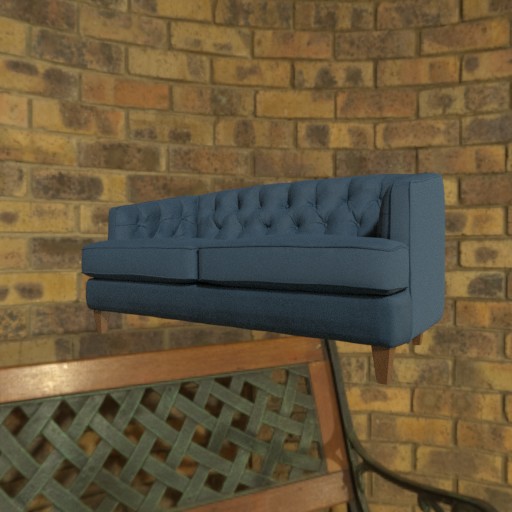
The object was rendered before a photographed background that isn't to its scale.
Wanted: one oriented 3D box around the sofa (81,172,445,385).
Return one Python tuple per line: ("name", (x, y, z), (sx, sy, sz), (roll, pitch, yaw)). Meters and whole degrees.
("sofa", (0.000, 0.000, 2.267), (1.733, 0.854, 0.941), (1, 1, 35))
